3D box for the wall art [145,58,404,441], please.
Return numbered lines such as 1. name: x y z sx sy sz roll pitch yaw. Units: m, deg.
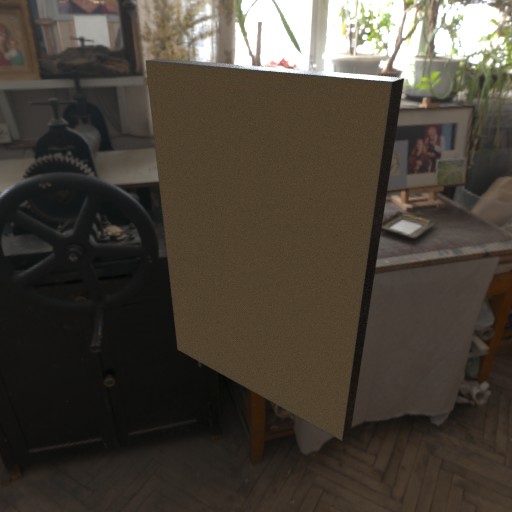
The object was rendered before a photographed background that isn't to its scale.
1. wall art: 0.000 0.000 0.582 0.313 0.457 0.031 20 35 31
